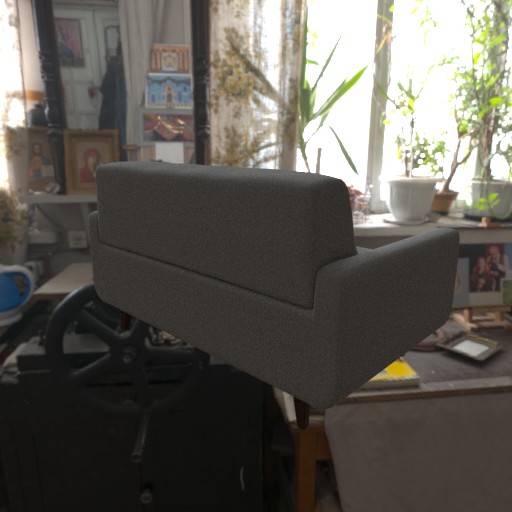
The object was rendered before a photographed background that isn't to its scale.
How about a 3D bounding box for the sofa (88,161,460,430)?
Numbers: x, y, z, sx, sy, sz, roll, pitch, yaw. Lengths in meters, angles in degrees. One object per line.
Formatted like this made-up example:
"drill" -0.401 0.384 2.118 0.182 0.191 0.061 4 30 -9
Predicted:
"sofa" 0.000 0.000 2.230 1.651 0.925 0.952 14 20 42
